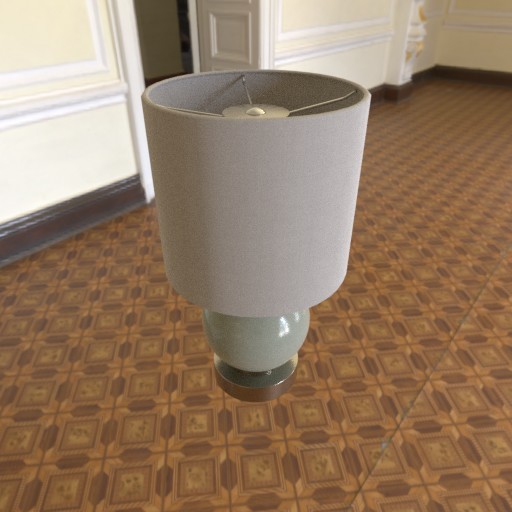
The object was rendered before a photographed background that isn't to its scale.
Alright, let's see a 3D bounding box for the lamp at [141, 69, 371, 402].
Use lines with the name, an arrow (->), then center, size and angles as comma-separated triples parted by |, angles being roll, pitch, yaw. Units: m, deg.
lamp -> 0.000, 0.000, 0.490 | 0.201, 0.353, 0.201 | -23, 39, -32
